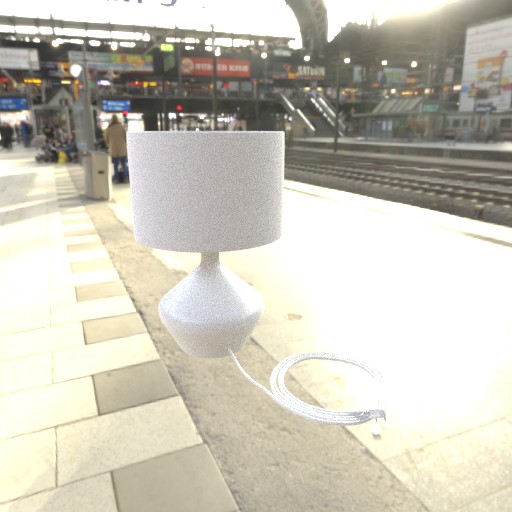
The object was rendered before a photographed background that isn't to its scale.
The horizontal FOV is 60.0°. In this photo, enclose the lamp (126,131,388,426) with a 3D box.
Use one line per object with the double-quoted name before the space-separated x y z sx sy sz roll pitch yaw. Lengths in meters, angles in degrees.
"lamp" 0.000 0.000 0.849 0.401 0.457 0.546 -8 18 -25
